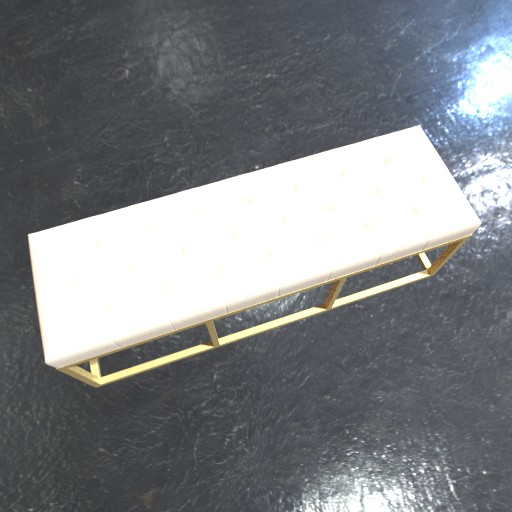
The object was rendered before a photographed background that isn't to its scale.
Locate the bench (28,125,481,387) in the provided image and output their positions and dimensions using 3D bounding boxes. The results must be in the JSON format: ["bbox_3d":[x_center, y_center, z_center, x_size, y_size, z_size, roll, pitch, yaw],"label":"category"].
[{"bbox_3d":[0.000,0.000,1.691,1.473,0.484,0.457,-17,66,-8],"label":"bench"}]
